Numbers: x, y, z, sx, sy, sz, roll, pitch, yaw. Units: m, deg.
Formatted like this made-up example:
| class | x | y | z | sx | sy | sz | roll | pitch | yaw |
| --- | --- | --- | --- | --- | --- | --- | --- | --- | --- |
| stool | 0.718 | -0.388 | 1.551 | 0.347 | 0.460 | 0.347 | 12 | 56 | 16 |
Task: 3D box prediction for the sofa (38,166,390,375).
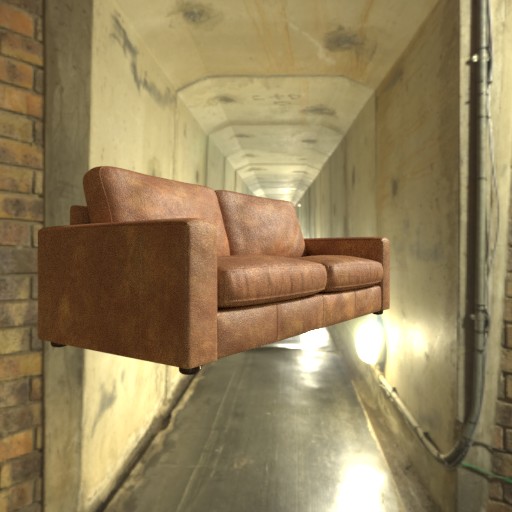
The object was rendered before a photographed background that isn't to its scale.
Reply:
| class | x | y | z | sx | sy | sz | roll | pitch | yaw |
| --- | --- | --- | --- | --- | --- | --- | --- | --- | --- |
| sofa | 0.000 | 0.000 | 2.696 | 1.016 | 0.873 | 2.179 | 0 | 0 | 35 |
